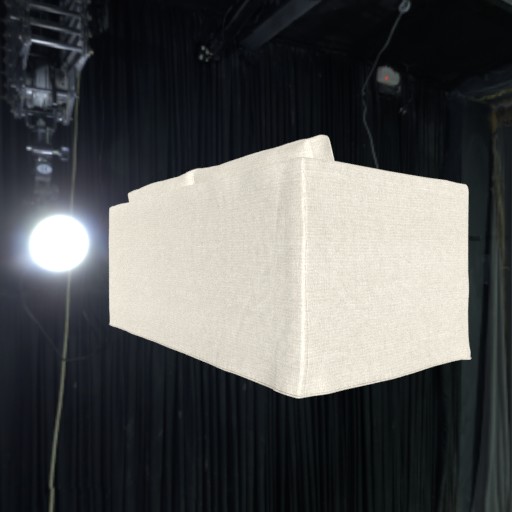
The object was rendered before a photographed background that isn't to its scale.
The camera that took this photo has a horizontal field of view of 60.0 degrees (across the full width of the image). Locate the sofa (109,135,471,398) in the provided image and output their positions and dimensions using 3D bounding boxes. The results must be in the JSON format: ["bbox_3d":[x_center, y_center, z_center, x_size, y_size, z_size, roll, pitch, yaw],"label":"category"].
[{"bbox_3d":[0.000,0.000,2.240,0.956,0.828,1.766,0,0,-36],"label":"sofa"}]
